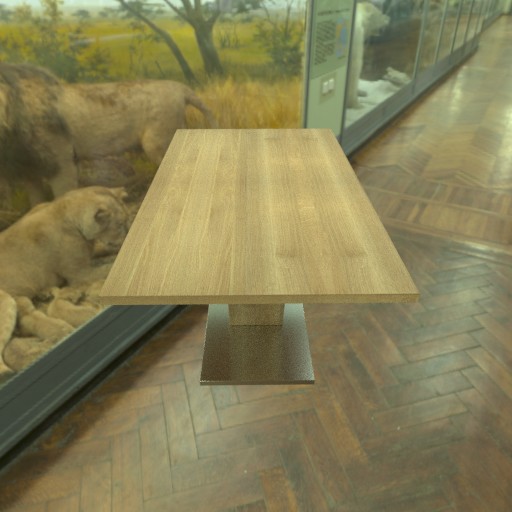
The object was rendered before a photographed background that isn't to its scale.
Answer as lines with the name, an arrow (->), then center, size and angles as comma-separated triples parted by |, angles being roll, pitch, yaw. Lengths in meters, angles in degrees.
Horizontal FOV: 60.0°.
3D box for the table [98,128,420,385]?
table -> 0.000, 0.000, 2.116 | 0.900, 0.750, 1.600 | 0, 32, -1
